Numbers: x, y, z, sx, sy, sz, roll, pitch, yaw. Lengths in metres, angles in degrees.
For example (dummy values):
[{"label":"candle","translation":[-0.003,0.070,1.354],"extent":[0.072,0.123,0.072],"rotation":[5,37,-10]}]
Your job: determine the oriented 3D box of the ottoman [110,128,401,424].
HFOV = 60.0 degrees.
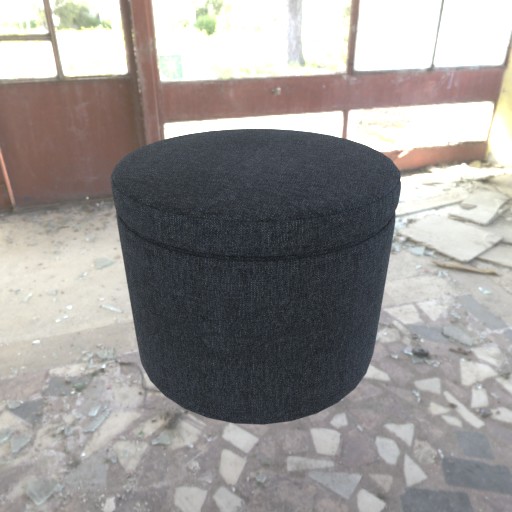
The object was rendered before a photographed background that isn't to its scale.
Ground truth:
[{"label":"ottoman","translation":[0.000,0.000,0.876],"extent":[0.500,0.419,0.500],"rotation":[0,29,0]}]
